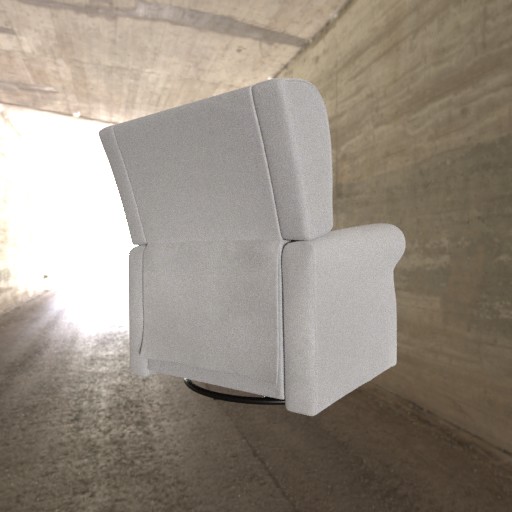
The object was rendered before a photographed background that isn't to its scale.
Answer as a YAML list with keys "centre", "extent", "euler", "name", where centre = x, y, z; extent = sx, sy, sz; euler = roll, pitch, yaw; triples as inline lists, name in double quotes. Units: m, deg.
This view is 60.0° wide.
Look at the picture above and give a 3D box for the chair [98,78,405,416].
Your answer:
- centre: [0.000, 0.000, 1.677]
  extent: [0.906, 0.967, 0.854]
  euler: [0, -1, 36]
  name: "chair"
